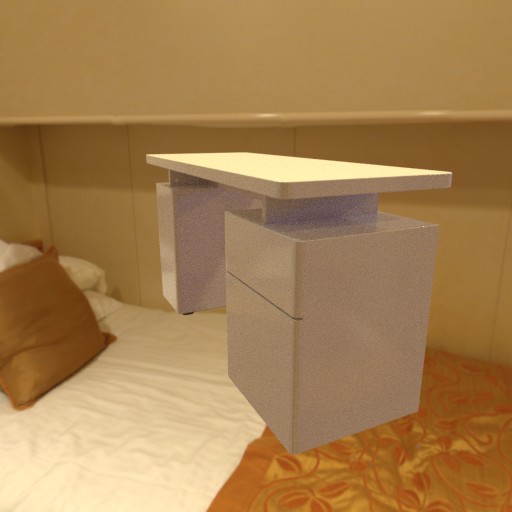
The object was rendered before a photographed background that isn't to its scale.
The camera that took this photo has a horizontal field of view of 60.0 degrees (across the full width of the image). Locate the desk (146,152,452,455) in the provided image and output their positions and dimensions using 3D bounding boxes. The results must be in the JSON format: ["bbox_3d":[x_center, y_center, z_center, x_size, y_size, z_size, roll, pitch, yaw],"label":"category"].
[{"bbox_3d":[0.000,0.000,1.814,0.550,0.762,1.400,-7,17,-25],"label":"desk"}]
